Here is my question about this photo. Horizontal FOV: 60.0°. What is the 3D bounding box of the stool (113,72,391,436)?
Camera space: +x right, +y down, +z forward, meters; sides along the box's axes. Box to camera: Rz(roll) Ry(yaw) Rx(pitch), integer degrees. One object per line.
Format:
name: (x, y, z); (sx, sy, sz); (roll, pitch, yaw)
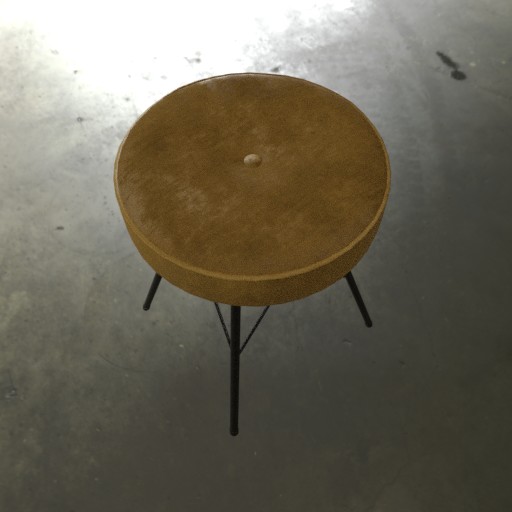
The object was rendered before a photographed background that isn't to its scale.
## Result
stool: (0.000, 0.000, 0.921); (0.472, 0.595, 0.438); (-31, 63, -18)
